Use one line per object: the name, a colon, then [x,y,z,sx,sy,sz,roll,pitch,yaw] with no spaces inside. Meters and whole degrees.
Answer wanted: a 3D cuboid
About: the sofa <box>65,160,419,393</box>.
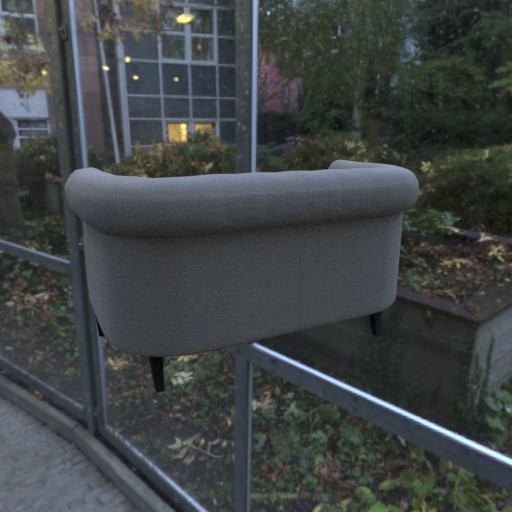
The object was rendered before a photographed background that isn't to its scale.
sofa: [0.000,0.000,2.073,1.558,0.827,0.835,-8,17,-26]
